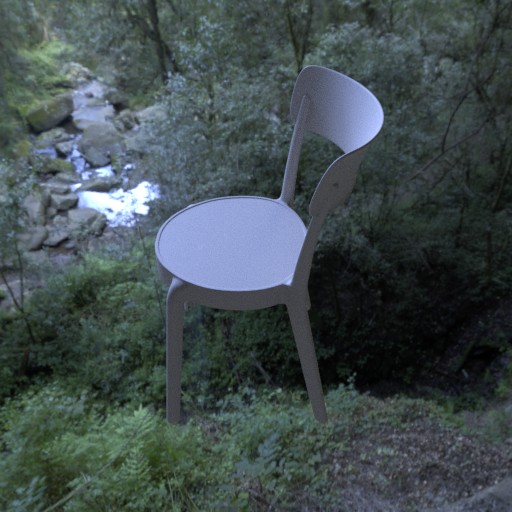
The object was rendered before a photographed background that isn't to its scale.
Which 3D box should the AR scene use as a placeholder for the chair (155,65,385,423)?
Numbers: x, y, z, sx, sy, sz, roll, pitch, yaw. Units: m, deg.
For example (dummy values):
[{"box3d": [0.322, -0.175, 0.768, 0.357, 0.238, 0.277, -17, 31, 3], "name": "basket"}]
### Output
[{"box3d": [0.000, 0.000, 1.122, 0.491, 0.790, 0.506, 0, 39, 0], "name": "chair"}]
